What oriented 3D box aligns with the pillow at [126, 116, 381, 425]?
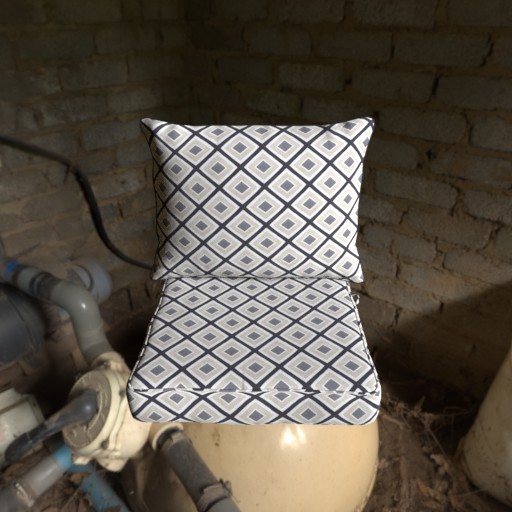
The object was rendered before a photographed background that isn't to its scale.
[{"bbox_3d":[0.000,0.000,1.364,0.798,0.722,0.733,0,29,1],"label":"pillow"}]
